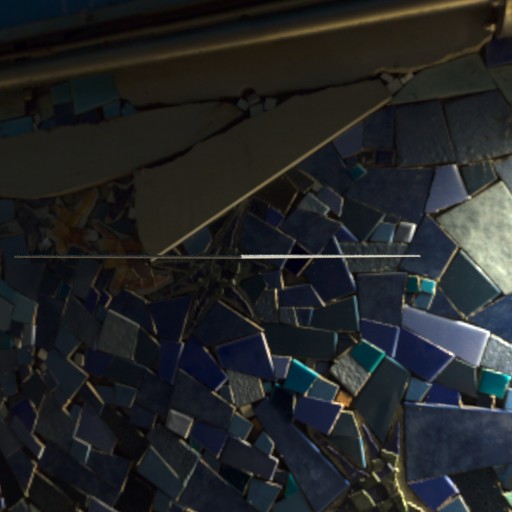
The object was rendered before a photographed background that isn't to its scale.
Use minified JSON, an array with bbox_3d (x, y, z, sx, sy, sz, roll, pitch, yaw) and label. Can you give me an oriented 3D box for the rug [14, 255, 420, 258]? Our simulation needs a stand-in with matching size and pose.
[{"bbox_3d":[0.000,0.000,2.986,1.536,0.012,2.431,0,0,34],"label":"rug"}]
